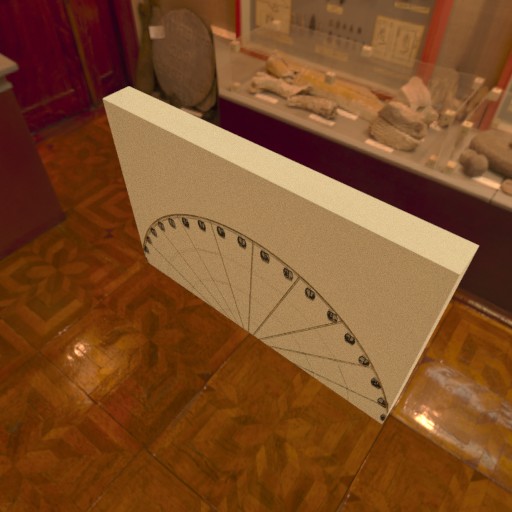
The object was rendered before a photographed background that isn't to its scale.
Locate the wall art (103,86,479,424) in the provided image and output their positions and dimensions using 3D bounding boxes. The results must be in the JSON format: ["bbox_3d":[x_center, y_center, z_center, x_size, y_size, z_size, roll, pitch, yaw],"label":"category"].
[{"bbox_3d":[0.000,0.000,0.484,0.384,0.254,0.039,31,54,25],"label":"wall art"}]
